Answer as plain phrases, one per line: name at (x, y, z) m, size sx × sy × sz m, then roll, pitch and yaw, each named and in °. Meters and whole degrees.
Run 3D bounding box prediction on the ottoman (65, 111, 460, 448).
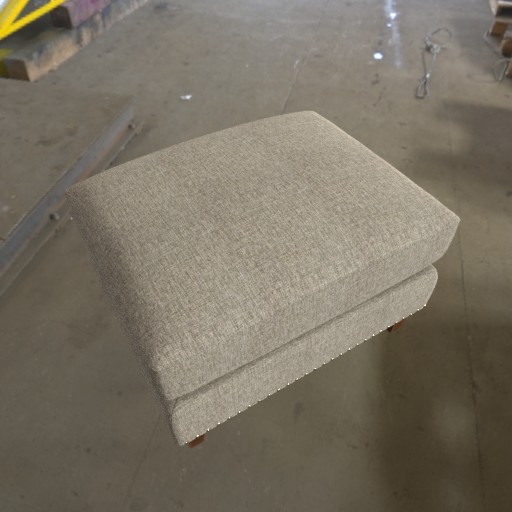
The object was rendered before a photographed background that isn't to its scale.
ottoman at (0.000, 0.000, 1.143) m, size 0.741 × 0.513 × 0.584 m, roll -24°, pitch 51°, yaw -21°
